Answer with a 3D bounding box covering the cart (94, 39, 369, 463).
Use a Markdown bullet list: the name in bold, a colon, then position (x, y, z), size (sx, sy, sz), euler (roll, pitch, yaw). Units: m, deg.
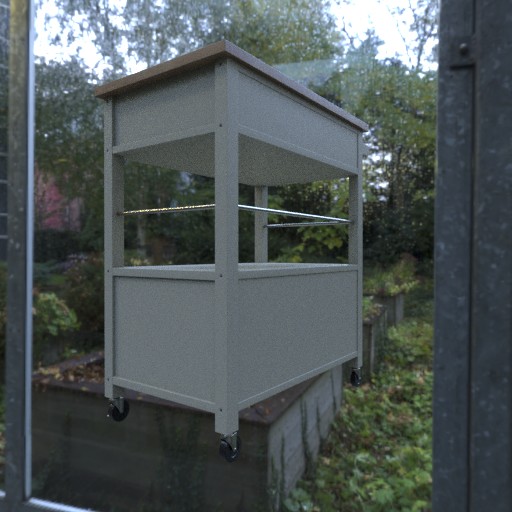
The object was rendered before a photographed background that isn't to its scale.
- **cart**: position (0.000, 0.000, 1.390), size (0.459, 0.901, 0.840), euler (0, 1, 36)
